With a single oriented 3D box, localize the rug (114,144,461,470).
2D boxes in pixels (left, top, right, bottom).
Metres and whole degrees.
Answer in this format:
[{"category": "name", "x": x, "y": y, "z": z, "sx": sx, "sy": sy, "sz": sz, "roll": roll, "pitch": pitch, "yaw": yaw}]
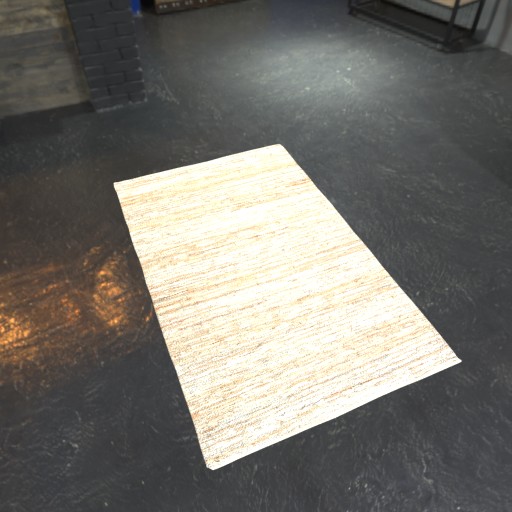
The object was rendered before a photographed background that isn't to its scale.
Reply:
[{"category": "rug", "x": 0.000, "y": 0.000, "z": 3.098, "sx": 1.529, "sy": 0.009, "sz": 2.446, "roll": -17, "pitch": 49, "yaw": -16}]
